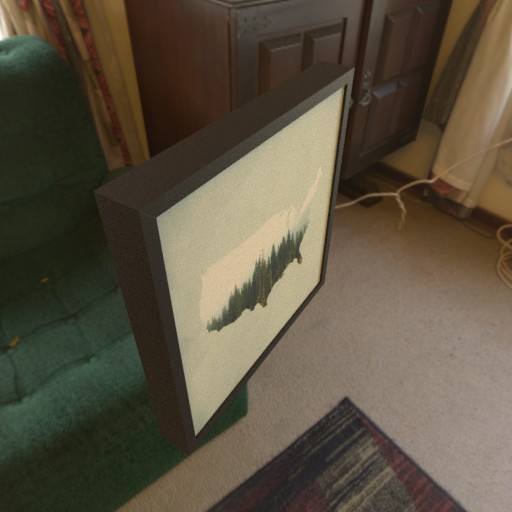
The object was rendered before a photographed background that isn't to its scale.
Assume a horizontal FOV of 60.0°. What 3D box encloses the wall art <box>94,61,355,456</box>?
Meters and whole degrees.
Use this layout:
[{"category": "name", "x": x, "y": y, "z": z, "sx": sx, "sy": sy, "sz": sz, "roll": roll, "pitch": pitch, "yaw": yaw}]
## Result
[{"category": "wall art", "x": 0.000, "y": 0.000, "z": 0.459, "sx": 0.038, "sy": 0.304, "sz": 0.304, "roll": 23, "pitch": 46, "yaw": 25}]
